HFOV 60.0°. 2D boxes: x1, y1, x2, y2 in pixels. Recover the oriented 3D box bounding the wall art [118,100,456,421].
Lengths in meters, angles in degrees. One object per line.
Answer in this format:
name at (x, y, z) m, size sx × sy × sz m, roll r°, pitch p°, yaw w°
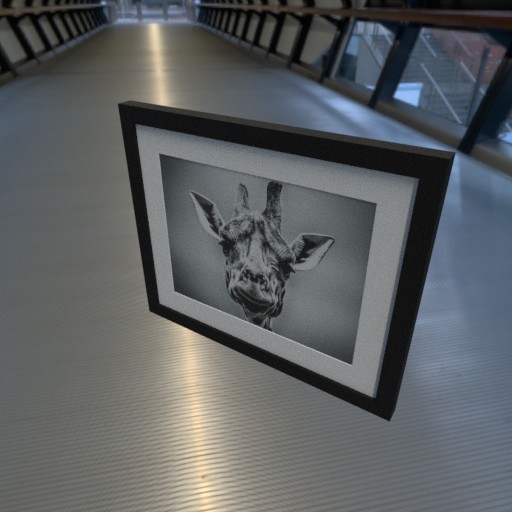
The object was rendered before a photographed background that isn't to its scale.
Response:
wall art at (0.000, 0.000, 0.774) m, size 0.558 × 0.457 × 0.031 m, roll 18°, pitch 35°, yaw 28°
